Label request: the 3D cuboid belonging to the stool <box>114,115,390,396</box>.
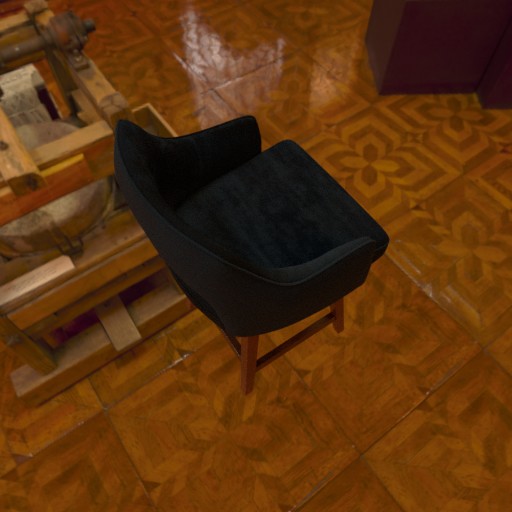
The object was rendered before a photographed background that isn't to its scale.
[{"bbox_3d":[0.000,0.000,1.287,0.560,0.940,0.550,-29,62,-17],"label":"stool"}]
